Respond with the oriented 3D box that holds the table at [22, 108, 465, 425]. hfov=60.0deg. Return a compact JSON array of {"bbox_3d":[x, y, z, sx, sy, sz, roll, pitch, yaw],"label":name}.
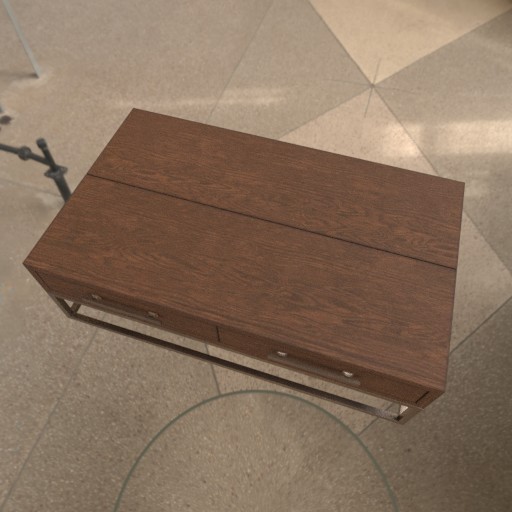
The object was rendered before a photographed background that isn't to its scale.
[{"bbox_3d":[0.000,0.000,1.475,1.167,0.361,0.719,15,59,10],"label":"table"}]
